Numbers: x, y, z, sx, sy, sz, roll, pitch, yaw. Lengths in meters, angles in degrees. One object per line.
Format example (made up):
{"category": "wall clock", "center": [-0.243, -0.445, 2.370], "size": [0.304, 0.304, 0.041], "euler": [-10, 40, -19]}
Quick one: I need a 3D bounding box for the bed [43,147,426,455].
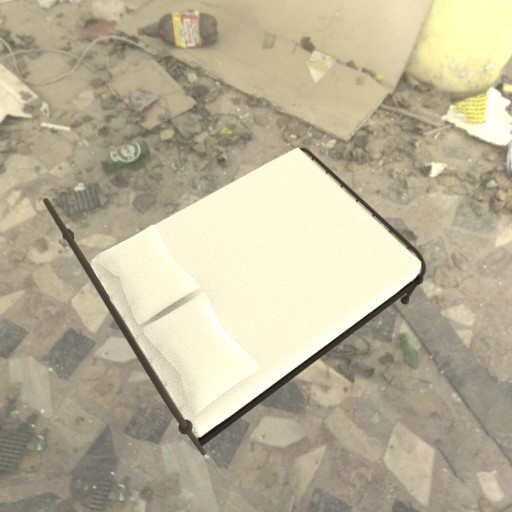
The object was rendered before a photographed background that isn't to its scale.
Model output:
{"category": "bed", "center": [0.000, 0.000, 3.231], "size": [2.134, 1.446, 1.616], "euler": [-32, 64, -18]}
